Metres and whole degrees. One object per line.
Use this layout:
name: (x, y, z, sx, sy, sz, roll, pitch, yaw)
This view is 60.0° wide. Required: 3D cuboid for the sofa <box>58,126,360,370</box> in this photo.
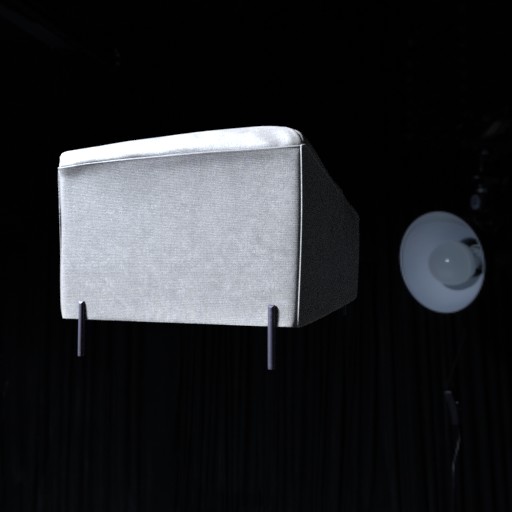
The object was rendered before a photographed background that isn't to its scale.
sofa: (0.000, 0.000, 2.287, 0.905, 0.747, 1.878, -1, -3, 18)
